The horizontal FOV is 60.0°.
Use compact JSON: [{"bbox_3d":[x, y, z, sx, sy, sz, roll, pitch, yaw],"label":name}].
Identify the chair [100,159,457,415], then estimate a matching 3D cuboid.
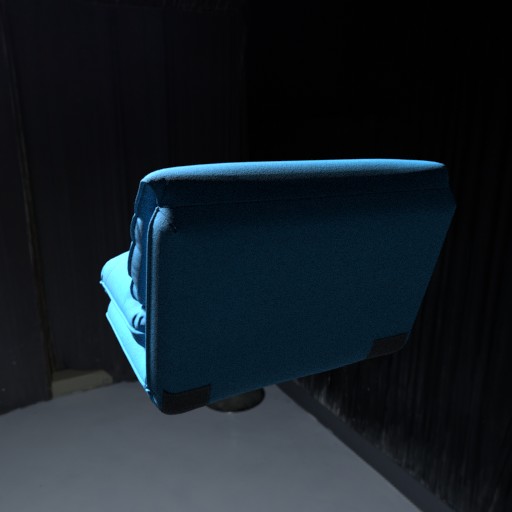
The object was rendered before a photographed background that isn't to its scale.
[{"bbox_3d":[0.000,0.000,1.327,0.820,0.580,0.780,-8,17,-27],"label":"chair"}]
